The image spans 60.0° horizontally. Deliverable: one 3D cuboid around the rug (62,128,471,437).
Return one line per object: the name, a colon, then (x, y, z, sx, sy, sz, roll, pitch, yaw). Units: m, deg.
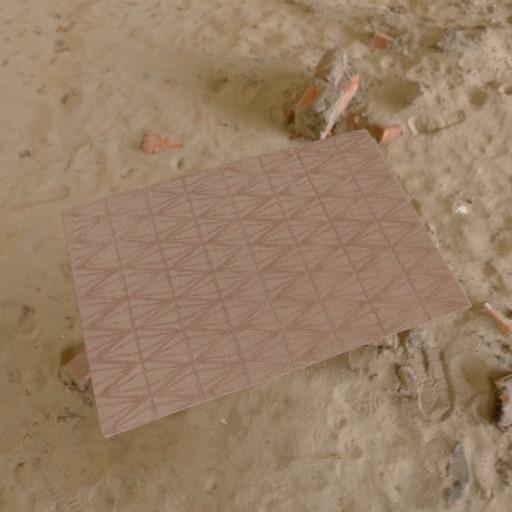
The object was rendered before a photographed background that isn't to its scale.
rug: (0.000, 0.000, 2.305, 1.837, 0.025, 1.230, -17, 65, -8)
